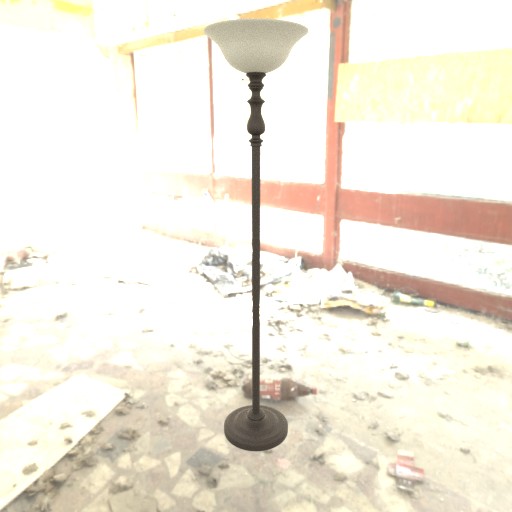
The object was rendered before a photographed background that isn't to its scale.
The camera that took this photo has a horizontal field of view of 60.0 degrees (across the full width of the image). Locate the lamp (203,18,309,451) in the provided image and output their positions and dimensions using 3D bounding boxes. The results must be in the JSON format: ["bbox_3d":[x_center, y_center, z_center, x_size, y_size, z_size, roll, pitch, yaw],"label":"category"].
[{"bbox_3d":[0.000,0.000,1.948,0.405,1.797,0.405,-8,17,-26],"label":"lamp"}]
